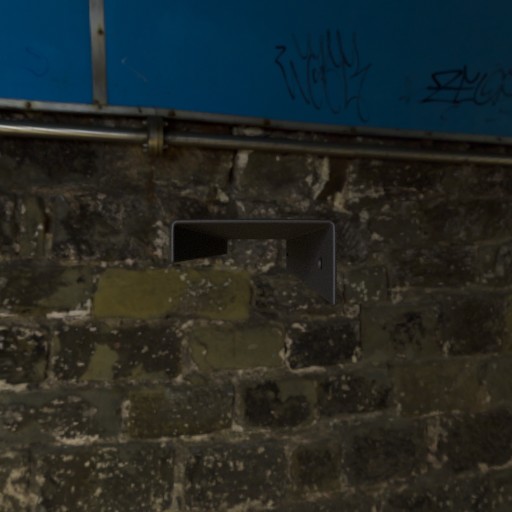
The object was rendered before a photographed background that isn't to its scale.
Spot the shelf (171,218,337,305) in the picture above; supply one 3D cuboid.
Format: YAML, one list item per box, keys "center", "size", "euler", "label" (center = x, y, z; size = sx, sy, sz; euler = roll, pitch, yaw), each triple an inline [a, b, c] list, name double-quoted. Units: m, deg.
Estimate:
- center: [0.000, 0.000, 0.497]
  size: [0.102, 0.053, 0.456]
  euler: [0, 1, 0]
  label: "shelf"
